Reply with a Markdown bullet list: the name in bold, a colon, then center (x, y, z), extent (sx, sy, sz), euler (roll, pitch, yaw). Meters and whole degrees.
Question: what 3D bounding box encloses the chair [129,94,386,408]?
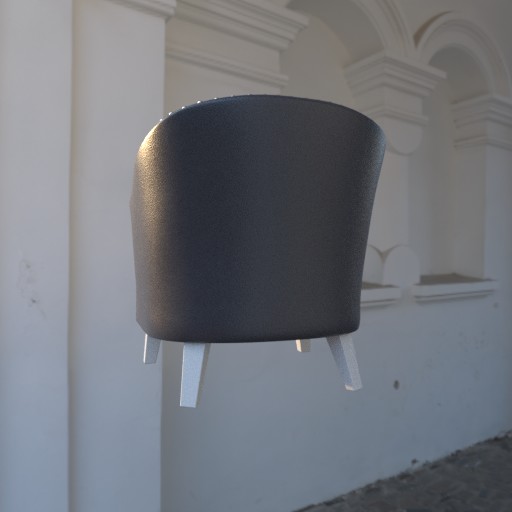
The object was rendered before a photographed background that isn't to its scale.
- **chair**: center (0.000, 0.000, 1.482), extent (0.794, 0.823, 0.748), euler (0, 0, -18)
